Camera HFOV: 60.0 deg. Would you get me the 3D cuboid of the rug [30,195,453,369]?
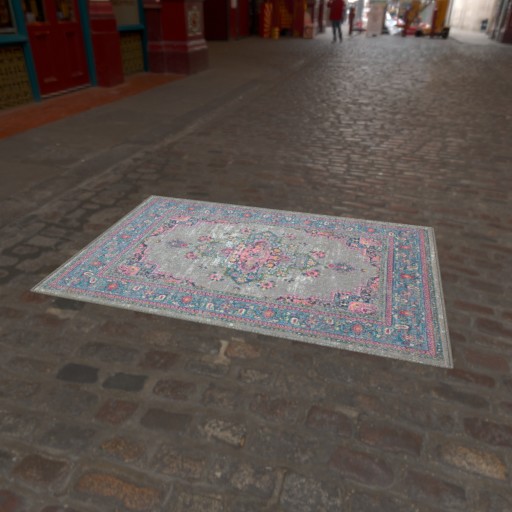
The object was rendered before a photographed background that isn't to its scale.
[{"bbox_3d":[0.000,0.000,2.215,1.748,0.014,1.144,8,31,14],"label":"rug"}]
